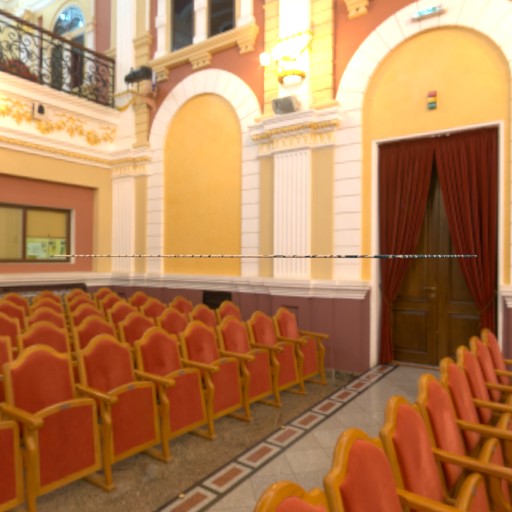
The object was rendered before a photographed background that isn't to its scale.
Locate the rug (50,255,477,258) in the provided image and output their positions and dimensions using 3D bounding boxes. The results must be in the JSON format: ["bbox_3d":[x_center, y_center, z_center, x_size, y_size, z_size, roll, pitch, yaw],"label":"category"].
[{"bbox_3d":[0.000,0.000,2.971,2.435,0.011,1.517,0,0,36],"label":"rug"}]
